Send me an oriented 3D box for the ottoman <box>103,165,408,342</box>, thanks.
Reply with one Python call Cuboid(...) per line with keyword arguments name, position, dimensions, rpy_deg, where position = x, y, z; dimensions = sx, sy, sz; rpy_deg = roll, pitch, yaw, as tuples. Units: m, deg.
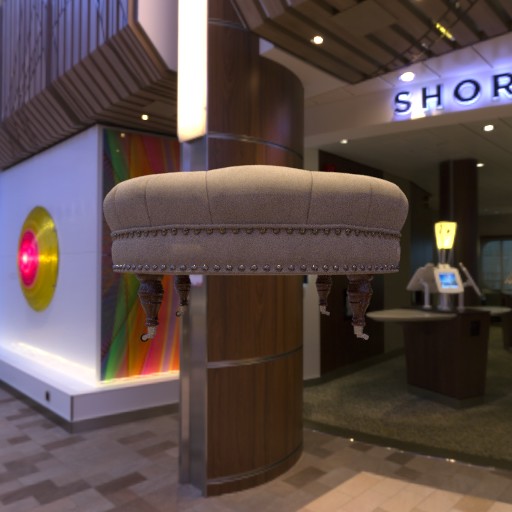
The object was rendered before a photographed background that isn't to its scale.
Cuboid(name="ottoman", position=(0.000, 0.000, 1.379), dimensions=(0.901, 0.439, 0.901), rpy_deg=(0, -1, 0))
